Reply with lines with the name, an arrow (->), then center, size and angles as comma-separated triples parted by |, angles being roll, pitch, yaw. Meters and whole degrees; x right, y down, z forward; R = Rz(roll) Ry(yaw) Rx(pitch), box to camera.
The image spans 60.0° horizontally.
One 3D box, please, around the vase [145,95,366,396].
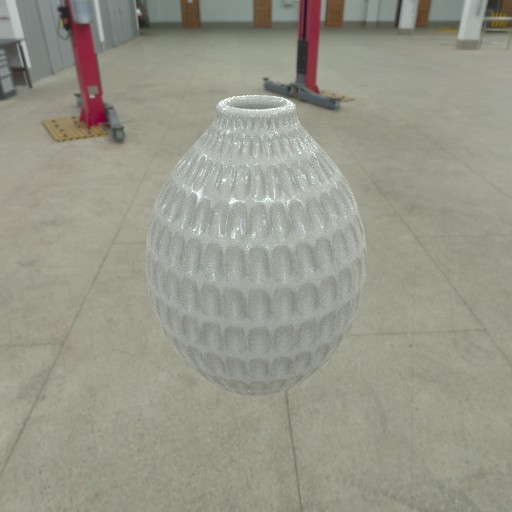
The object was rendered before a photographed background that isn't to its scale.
vase -> 0.000, 0.000, 0.333 | 0.162, 0.223, 0.162 | 0, 30, 0
